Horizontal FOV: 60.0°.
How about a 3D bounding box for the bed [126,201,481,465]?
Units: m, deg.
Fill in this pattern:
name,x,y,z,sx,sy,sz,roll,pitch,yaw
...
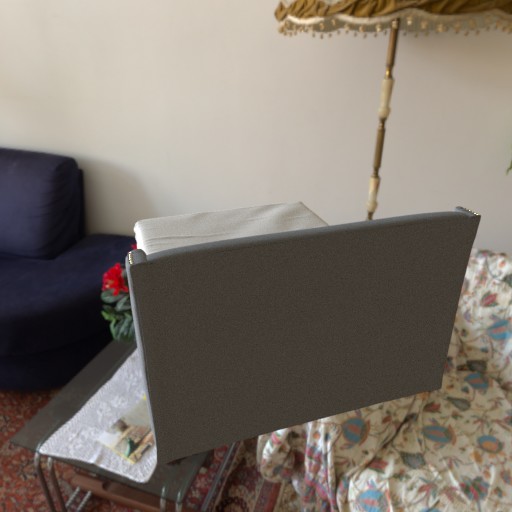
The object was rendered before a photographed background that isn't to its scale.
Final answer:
name,x,y,z,sx,sy,sz,roll,pitch,yaw
bed,0.000,0.000,3.422,1.925,1.332,2.276,-8,28,-16
